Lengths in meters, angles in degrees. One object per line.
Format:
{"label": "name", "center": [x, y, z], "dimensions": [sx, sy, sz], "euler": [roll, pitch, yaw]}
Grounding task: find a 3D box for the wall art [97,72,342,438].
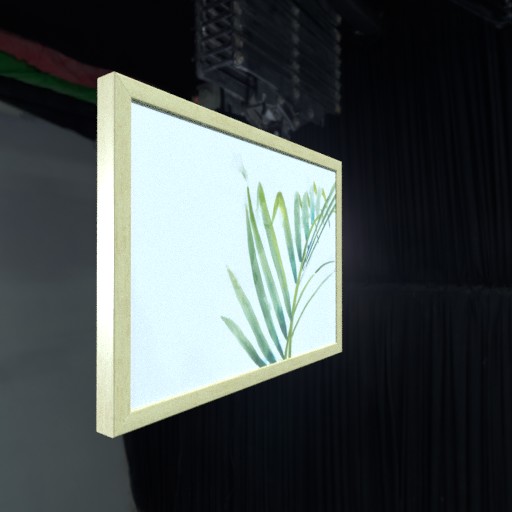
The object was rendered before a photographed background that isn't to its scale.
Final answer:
{"label": "wall art", "center": [0.000, 0.000, 0.682], "dimensions": [0.032, 0.381, 0.533], "euler": [0, -1, 37]}
